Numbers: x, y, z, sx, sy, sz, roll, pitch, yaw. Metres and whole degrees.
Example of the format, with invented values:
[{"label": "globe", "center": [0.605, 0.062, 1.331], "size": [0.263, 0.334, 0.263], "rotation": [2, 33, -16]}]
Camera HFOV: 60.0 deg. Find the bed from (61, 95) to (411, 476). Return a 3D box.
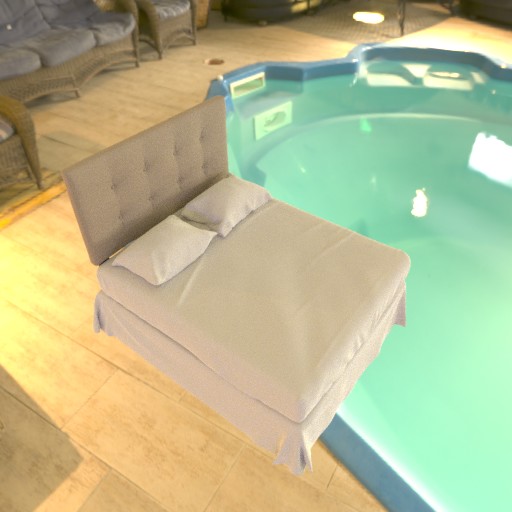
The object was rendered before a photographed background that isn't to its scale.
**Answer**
[{"label": "bed", "center": [0.000, 0.000, 3.482], "size": [2.222, 1.577, 1.936], "rotation": [27, 48, 27]}]
